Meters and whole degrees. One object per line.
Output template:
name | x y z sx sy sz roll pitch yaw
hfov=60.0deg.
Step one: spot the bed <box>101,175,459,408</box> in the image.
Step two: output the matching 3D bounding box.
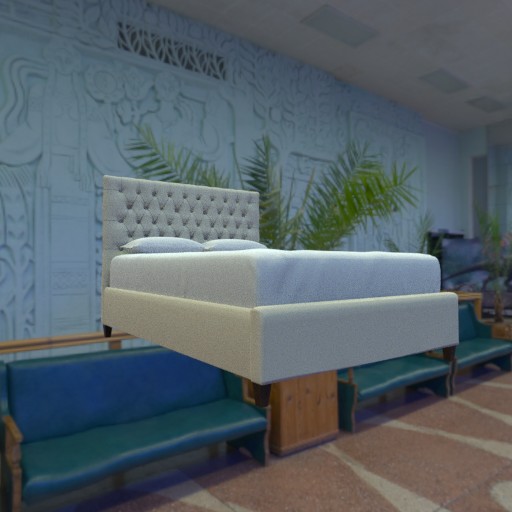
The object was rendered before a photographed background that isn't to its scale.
bed | 0.000 0.000 3.467 1.698 1.427 2.387 0 -1 -36
